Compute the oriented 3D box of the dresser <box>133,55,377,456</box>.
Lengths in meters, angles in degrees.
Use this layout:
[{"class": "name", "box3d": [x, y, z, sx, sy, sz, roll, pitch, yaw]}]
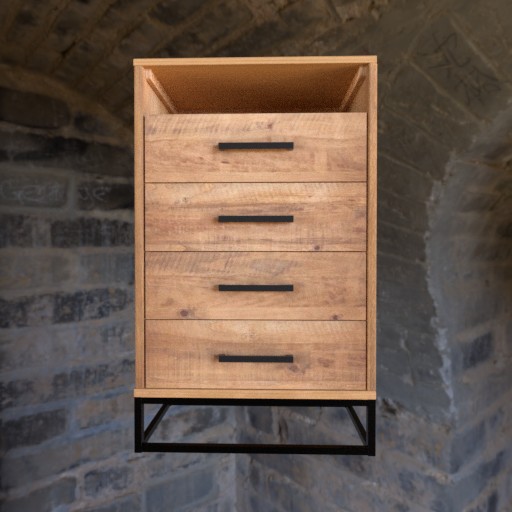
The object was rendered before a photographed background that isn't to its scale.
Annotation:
[{"class": "dresser", "box3d": [0.000, 0.000, 1.596, 0.761, 1.240, 0.479, 0, 1, 2]}]
